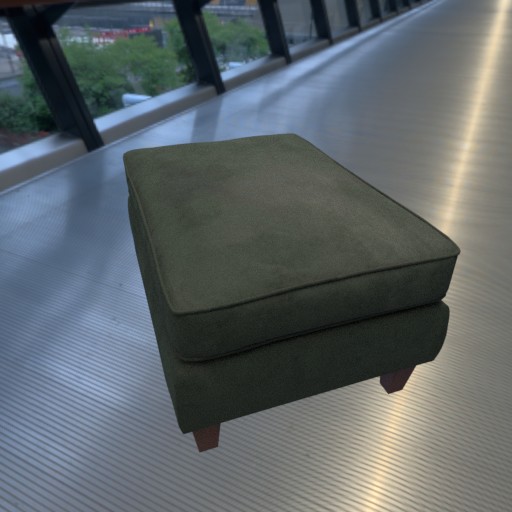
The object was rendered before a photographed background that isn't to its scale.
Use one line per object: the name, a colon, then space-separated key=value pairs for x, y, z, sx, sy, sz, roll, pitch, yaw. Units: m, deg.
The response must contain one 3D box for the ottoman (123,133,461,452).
ottoman: x=0.000 y=0.000 z=1.245 sx=0.632 sy=0.495 sz=0.864 roll=-11 pitch=34 yaw=-17
